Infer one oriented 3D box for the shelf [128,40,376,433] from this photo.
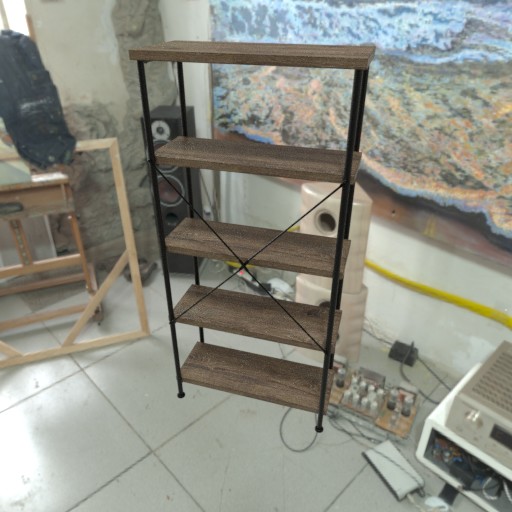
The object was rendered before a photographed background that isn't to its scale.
[{"bbox_3d":[0.000,0.000,1.992,0.800,1.700,0.360,9,32,14],"label":"shelf"}]
